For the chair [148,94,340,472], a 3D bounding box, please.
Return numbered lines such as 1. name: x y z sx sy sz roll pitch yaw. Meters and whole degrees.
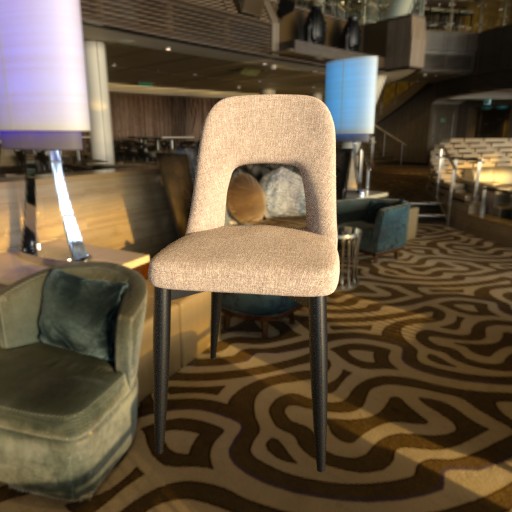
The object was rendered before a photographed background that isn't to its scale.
1. chair: 0.000 0.000 1.284 0.470 0.931 0.612 2 15 9
